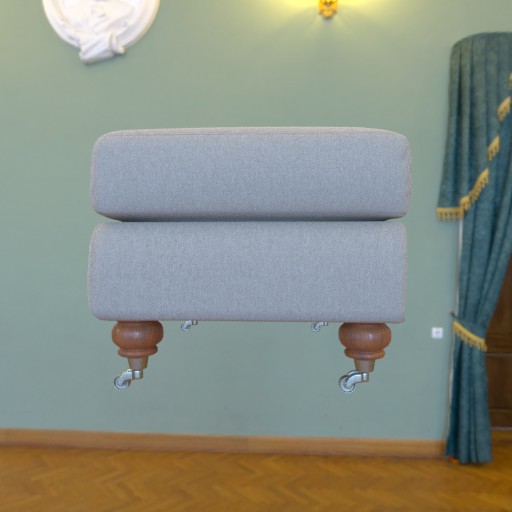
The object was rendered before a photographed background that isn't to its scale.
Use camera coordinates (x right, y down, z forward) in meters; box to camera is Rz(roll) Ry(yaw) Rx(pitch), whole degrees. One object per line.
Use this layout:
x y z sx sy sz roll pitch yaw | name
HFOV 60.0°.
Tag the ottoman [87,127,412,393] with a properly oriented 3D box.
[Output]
0.000 0.000 1.121 0.574 0.497 0.773 0 1 2 | ottoman
